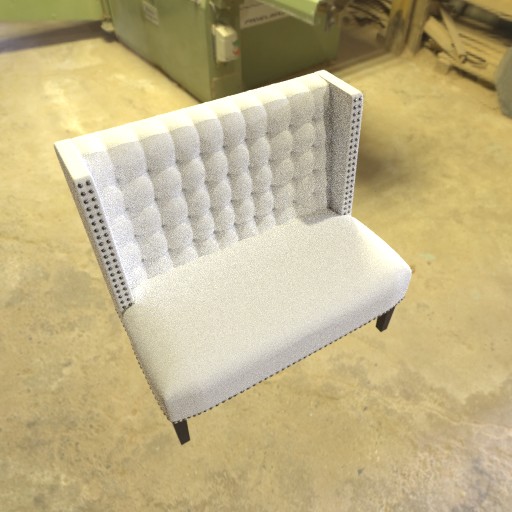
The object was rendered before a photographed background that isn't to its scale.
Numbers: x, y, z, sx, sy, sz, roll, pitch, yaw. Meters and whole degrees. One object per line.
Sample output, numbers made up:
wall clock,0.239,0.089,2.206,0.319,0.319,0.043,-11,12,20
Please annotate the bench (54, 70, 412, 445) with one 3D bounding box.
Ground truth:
bench,0.000,0.000,2.009,1.280,1.123,0.847,-23,50,-21
